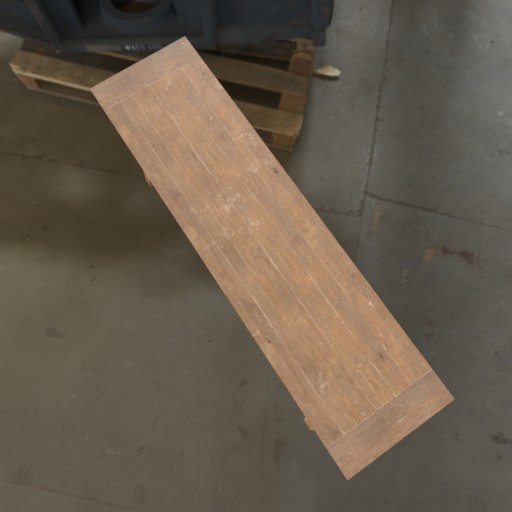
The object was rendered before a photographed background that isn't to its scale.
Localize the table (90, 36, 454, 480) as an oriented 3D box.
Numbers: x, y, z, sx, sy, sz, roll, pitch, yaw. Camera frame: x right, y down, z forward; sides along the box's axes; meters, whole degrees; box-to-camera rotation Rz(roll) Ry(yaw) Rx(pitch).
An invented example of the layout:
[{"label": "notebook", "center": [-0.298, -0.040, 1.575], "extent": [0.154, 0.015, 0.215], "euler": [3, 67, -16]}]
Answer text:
[{"label": "table", "center": [0.000, 0.000, 2.092], "extent": [0.465, 0.810, 1.800], "euler": [-33, 78, -8]}]
